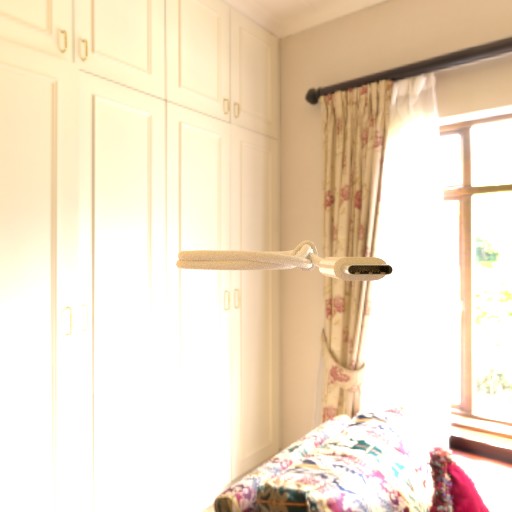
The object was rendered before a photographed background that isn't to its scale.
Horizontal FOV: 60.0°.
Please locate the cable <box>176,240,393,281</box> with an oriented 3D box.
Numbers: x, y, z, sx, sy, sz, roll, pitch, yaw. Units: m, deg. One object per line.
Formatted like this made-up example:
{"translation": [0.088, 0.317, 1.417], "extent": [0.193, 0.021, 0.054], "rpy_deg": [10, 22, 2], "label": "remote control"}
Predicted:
{"translation": [0.000, 0.000, 0.200], "extent": [0.070, 0.014, 0.186], "rpy_deg": [0, 0, -1], "label": "cable"}
